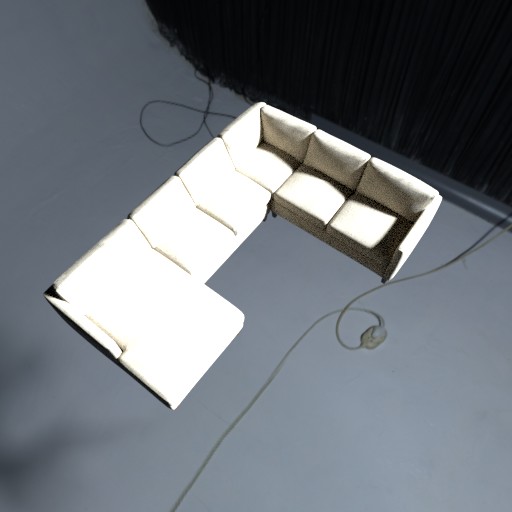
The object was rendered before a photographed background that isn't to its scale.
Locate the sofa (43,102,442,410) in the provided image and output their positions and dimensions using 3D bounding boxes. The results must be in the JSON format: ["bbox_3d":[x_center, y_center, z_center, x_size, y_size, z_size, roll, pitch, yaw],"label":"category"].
[{"bbox_3d":[0.000,0.000,4.753,2.593,0.959,3.460,33,64,18],"label":"sofa"}]
